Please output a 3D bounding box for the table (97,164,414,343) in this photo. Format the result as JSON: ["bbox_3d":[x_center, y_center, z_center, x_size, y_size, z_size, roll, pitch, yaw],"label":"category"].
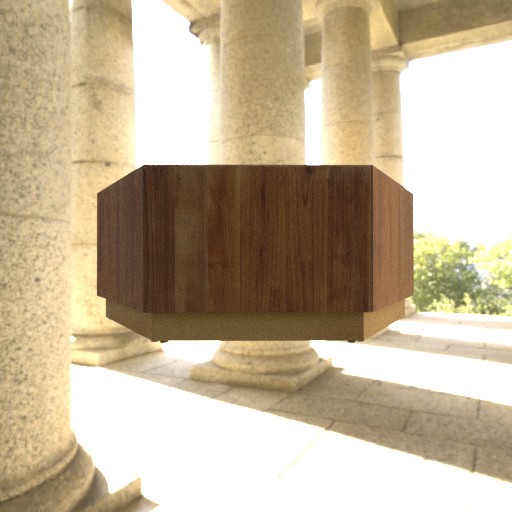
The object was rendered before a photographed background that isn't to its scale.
[{"bbox_3d":[0.000,0.000,1.615,1.154,0.456,1.000,0,0,-1],"label":"table"}]
